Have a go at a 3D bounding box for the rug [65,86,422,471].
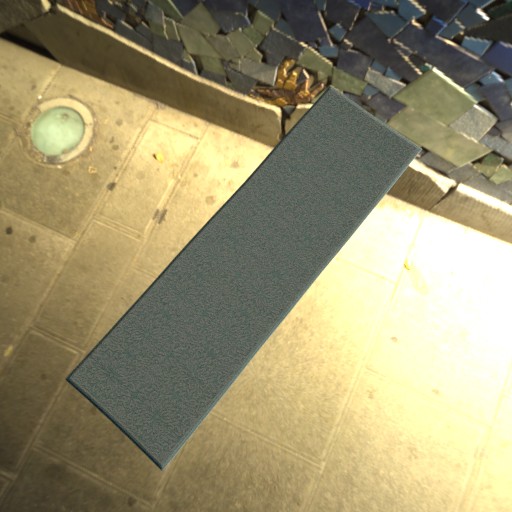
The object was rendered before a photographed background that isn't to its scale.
[{"bbox_3d":[0.000,0.000,2.377,0.662,0.011,2.196,39,78,10],"label":"rug"}]
